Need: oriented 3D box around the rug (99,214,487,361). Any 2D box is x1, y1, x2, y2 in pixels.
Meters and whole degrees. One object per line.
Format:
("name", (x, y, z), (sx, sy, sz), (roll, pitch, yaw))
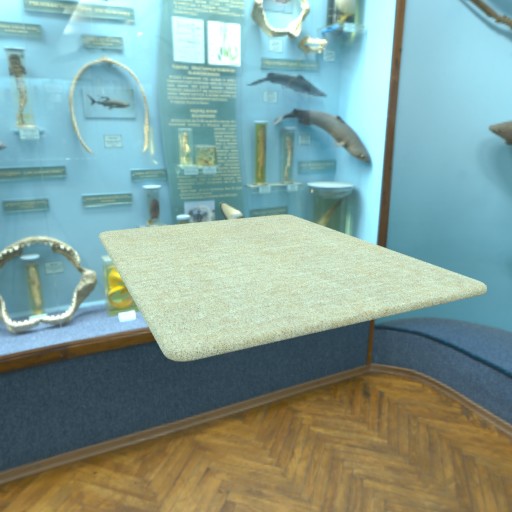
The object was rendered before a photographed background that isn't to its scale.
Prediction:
("rug", (0.000, 0.000, 3.374), (2.009, 0.048, 2.528), (-8, 18, -24))
